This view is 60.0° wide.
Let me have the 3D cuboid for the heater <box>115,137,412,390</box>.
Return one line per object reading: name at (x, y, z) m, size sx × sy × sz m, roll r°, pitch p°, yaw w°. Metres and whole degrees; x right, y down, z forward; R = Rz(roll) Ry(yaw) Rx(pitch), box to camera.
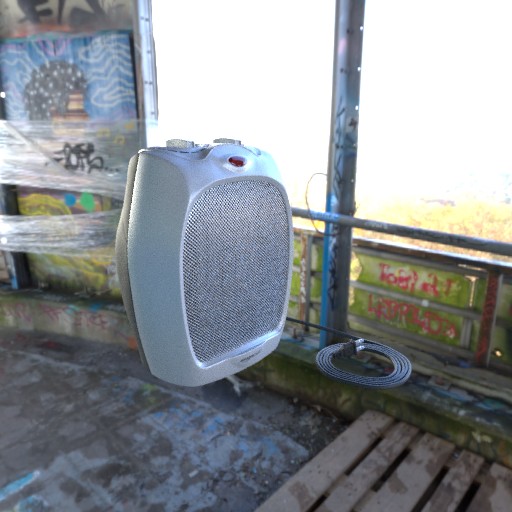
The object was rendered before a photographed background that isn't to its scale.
heater at (0.000, 0.000, 0.468) m, size 0.291 × 0.240 × 0.239 m, roll 15°, pitch 22°, yaw 42°
